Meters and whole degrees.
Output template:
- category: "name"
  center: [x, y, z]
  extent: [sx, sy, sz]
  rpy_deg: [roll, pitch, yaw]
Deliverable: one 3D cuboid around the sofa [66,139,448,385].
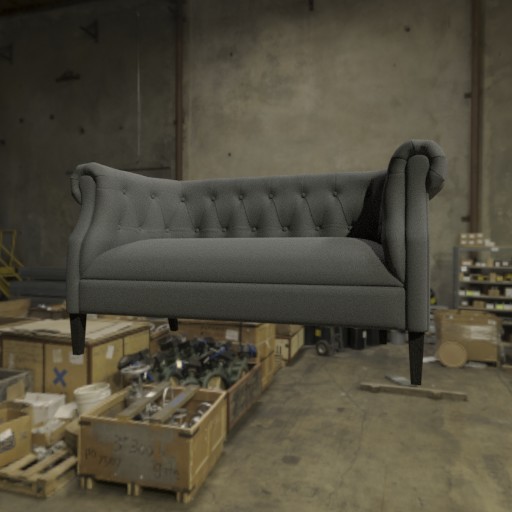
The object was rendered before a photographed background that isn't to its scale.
- category: "sofa"
  center: [0.000, 0.000, 2.007]
  extent: [1.558, 0.827, 0.835]
  rpy_deg: [0, 1, 18]
